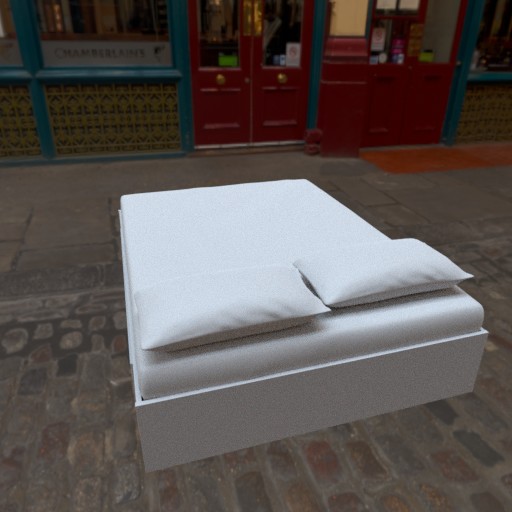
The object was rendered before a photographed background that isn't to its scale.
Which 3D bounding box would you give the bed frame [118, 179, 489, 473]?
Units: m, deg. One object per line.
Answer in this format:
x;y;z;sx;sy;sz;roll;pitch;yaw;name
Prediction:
0.000;0.000;2.484;1.450;0.629;1.950;-8;27;-15;bed frame
